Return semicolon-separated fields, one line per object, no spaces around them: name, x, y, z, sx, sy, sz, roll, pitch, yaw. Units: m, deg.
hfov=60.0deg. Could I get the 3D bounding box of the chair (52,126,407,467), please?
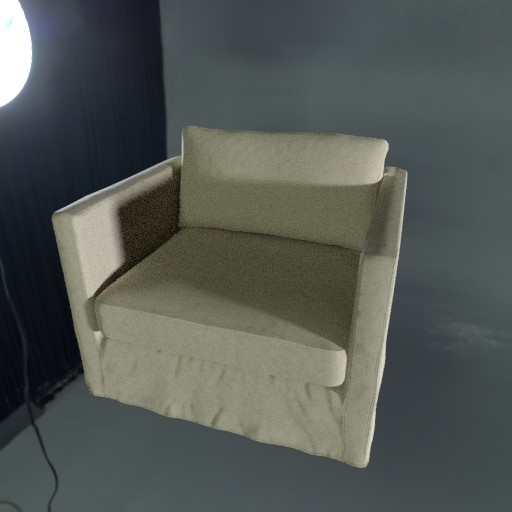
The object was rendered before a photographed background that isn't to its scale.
chair;0.000;0.000;1.706;1.057;0.867;0.949;8;27;17
